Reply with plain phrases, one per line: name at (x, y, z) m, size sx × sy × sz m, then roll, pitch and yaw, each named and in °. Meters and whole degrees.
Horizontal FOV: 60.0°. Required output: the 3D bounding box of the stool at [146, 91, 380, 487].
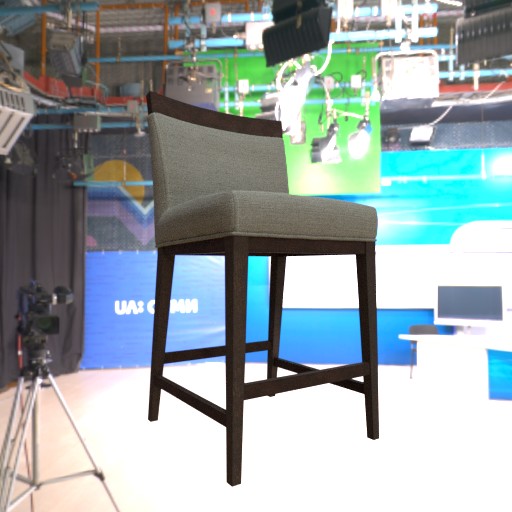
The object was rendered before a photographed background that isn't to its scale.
stool at (0.000, 0.000, 1.312) m, size 0.512 × 1.009 × 0.531 m, roll 1°, pitch -1°, yaw -34°
